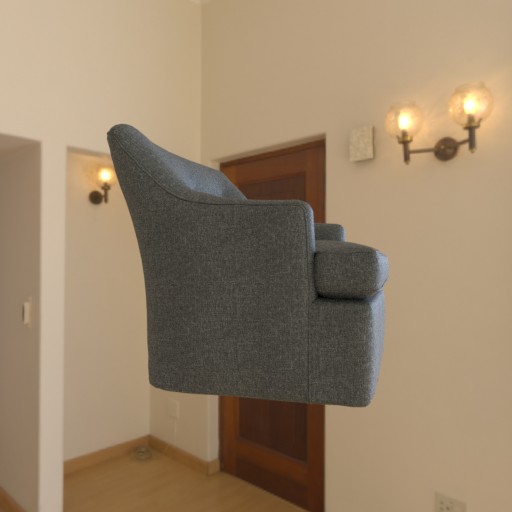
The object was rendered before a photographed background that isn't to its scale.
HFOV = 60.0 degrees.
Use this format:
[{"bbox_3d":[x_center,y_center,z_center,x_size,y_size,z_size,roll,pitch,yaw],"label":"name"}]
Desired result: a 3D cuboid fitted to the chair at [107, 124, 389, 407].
[{"bbox_3d":[0.000,0.000,1.627,0.923,0.856,0.864,0,-1,18],"label":"chair"}]
